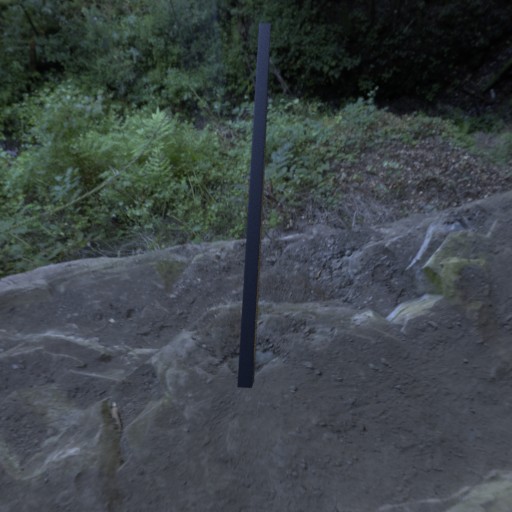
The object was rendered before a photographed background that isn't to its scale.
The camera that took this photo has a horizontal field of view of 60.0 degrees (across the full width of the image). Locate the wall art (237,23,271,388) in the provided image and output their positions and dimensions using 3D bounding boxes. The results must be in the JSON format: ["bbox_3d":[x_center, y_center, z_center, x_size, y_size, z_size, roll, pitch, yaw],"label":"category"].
[{"bbox_3d":[0.000,0.000,0.690,0.013,0.534,0.381,3,75,1],"label":"wall art"}]
